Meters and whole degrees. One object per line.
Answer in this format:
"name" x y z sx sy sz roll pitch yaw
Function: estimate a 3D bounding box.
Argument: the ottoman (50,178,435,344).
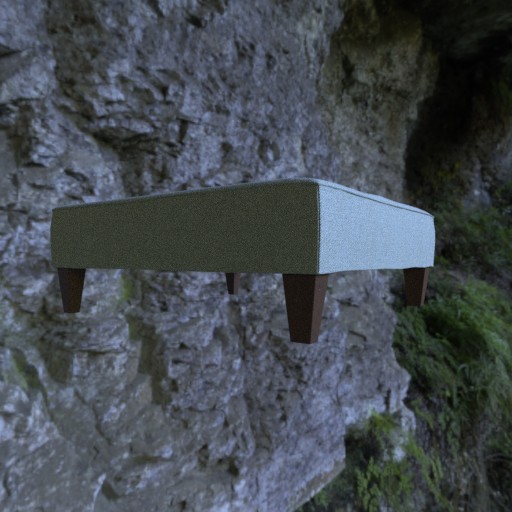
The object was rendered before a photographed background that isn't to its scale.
"ottoman" 0.000 0.000 1.579 1.004 0.379 0.968 0 0 35
